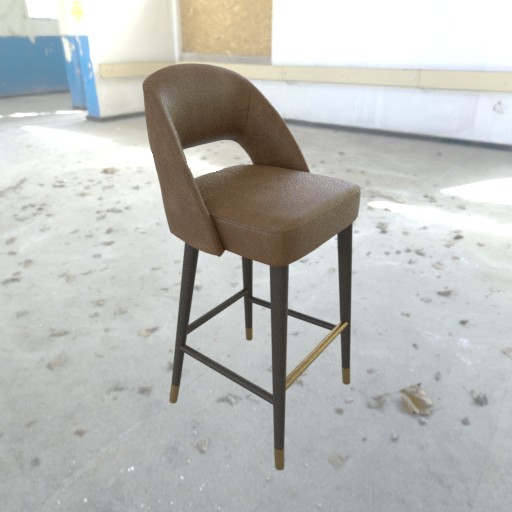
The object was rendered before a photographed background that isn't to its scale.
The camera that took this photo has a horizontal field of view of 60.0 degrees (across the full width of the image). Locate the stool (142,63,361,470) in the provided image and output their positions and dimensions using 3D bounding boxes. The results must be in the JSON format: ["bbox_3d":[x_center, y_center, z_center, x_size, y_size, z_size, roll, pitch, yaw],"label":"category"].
[{"bbox_3d":[0.000,0.000,1.319,0.509,1.037,0.494,18,32,32],"label":"stool"}]
